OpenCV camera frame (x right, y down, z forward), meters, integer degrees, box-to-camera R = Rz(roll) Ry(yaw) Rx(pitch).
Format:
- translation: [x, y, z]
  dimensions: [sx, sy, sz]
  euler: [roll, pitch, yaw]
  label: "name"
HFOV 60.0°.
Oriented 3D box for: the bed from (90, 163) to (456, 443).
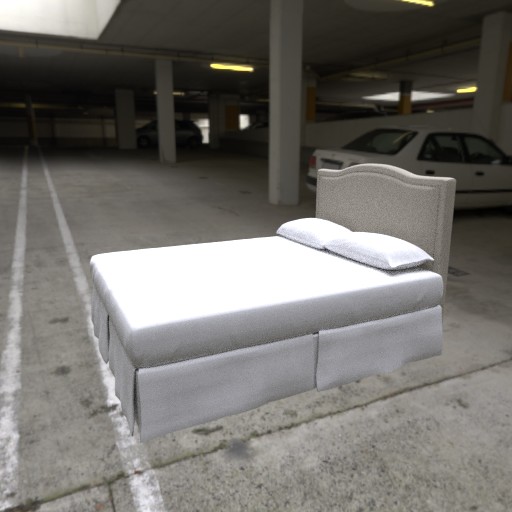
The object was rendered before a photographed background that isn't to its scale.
- translation: [0.000, 0.000, 3.609]
  dimensions: [2.477, 1.437, 1.977]
  euler: [-7, 15, -26]
  label: "bed"
